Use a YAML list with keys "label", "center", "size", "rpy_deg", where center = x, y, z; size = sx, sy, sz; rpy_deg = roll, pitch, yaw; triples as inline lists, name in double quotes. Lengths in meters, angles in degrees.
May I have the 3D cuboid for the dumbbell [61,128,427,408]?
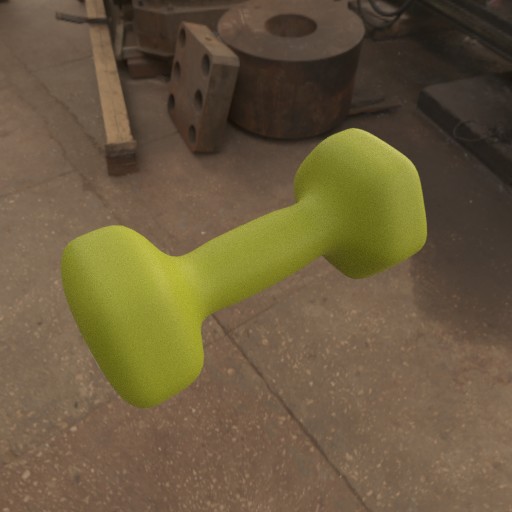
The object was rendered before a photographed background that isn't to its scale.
- label: "dumbbell"
  center: [0.000, 0.000, 0.207]
  size: [0.164, 0.072, 0.080]
  rpy_deg: [-26, 52, -22]
